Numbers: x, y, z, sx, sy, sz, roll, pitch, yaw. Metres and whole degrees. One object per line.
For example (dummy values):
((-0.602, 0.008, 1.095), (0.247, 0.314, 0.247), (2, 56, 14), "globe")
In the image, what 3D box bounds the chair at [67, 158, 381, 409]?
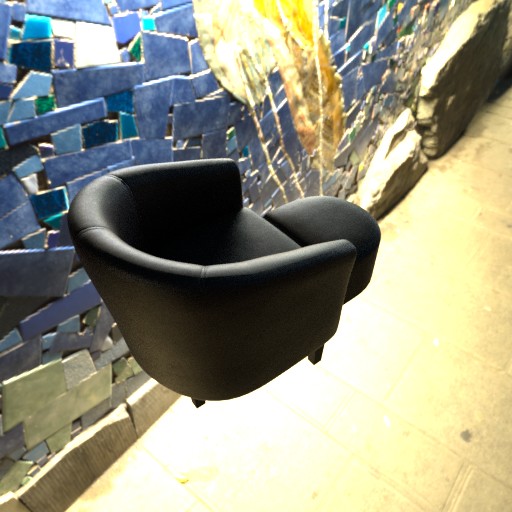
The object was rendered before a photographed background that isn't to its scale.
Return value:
((0.000, 0.000, 1.650), (1.176, 0.755, 0.737), (-26, 48, -27), "chair")
